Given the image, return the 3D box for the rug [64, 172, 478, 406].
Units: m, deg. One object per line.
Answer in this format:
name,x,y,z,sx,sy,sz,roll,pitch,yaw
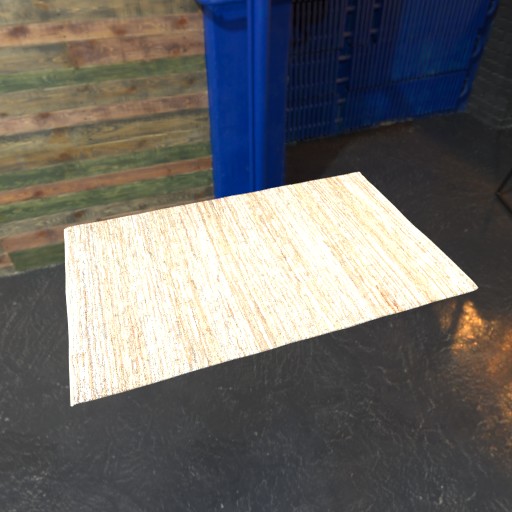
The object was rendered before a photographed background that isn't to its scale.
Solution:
rug,0.000,0.000,3.002,2.446,0.009,1.529,-13,42,-15
